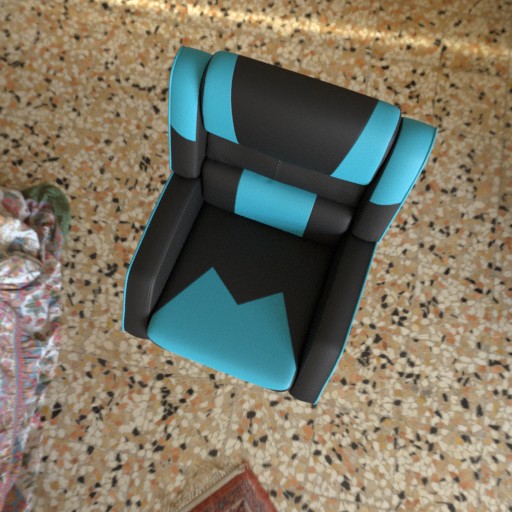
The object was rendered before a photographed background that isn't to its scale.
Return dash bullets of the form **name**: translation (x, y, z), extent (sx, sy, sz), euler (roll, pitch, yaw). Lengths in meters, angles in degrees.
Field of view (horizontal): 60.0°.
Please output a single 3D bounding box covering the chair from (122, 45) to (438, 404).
- **chair**: translation (0.000, 0.000, 1.265), extent (0.620, 0.805, 0.672), euler (20, 77, 5)
